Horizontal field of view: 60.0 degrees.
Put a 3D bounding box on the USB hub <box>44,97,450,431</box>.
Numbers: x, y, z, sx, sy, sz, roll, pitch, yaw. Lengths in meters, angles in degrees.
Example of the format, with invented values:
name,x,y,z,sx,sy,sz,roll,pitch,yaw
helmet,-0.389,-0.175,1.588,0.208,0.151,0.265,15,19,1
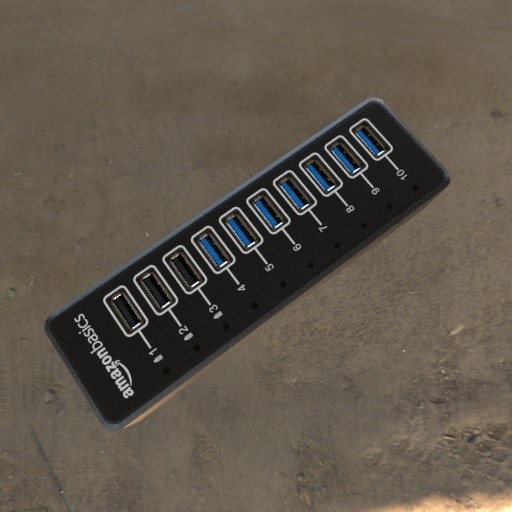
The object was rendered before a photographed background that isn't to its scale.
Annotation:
name,x,y,z,sx,sy,sz,roll,pitch,yaw
USB hub,0.000,0.000,0.162,0.145,0.023,0.044,-36,78,-8
